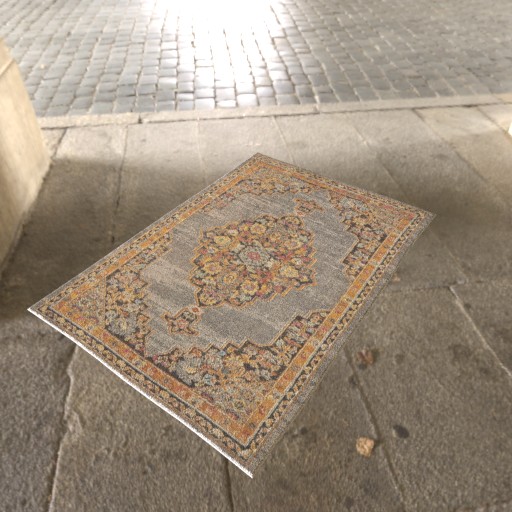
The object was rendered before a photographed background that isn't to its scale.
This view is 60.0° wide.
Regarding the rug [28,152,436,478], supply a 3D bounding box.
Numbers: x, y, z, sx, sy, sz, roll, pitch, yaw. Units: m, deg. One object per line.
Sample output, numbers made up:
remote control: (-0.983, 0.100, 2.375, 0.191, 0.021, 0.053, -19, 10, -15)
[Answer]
rug: (0.000, 0.000, 3.874, 2.158, 0.024, 3.063, 25, 47, 26)
